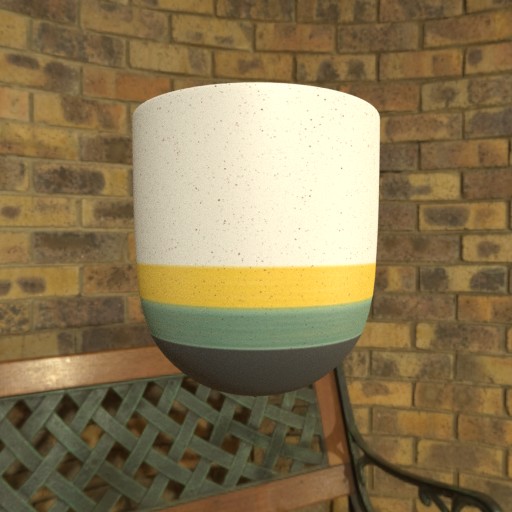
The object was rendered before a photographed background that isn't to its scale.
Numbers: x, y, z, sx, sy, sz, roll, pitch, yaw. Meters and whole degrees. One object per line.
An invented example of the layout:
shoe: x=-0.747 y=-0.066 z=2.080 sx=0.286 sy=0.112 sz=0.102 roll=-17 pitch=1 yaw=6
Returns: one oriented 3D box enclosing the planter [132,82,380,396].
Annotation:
planter: x=0.000 y=0.000 z=0.365 sx=0.195 sy=0.214 sz=0.195 roll=0 pitch=1 yaw=0
